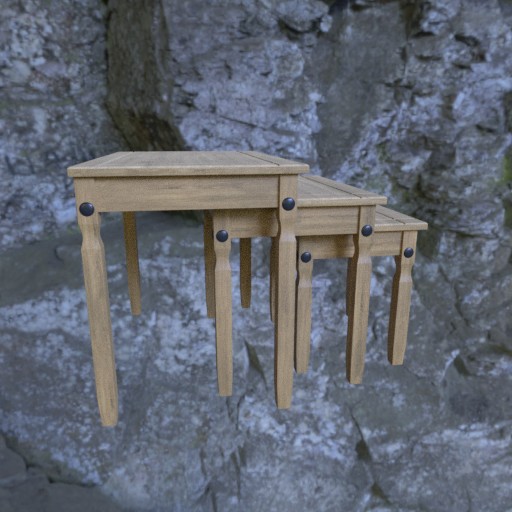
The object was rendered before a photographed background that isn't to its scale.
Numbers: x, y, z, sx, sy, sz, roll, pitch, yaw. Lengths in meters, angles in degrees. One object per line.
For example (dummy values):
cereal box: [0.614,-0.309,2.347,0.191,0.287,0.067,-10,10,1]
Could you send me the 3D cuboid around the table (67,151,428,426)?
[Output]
table: [0.000,0.000,1.213,0.773,0.535,0.660,-3,16,-9]
